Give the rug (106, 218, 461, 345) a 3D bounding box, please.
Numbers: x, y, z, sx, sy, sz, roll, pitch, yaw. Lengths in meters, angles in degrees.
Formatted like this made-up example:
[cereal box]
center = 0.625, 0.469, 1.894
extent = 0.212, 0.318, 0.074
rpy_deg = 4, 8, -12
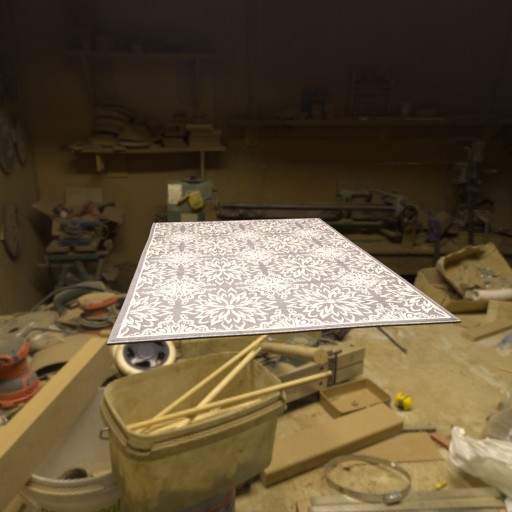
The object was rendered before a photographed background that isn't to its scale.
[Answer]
[rug]
center = 0.000, 0.000, 2.371
extent = 1.224, 0.012, 1.847
rpy_deg = -2, 17, -8
